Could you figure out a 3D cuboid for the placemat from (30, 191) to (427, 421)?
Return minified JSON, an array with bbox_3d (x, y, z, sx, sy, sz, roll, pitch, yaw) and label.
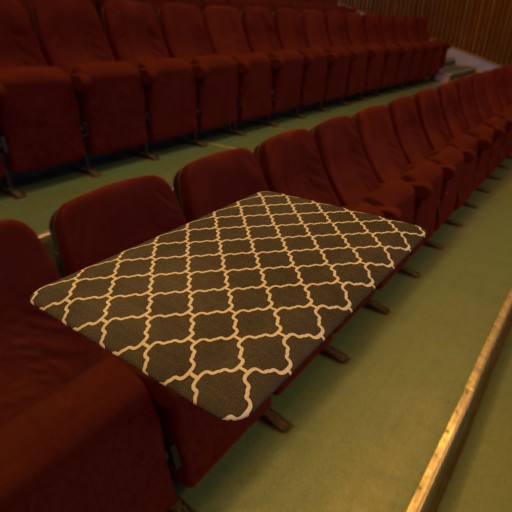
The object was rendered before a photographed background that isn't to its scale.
[{"bbox_3d":[0.000,0.000,0.948,0.508,0.021,0.762,19,32,32],"label":"placemat"}]
